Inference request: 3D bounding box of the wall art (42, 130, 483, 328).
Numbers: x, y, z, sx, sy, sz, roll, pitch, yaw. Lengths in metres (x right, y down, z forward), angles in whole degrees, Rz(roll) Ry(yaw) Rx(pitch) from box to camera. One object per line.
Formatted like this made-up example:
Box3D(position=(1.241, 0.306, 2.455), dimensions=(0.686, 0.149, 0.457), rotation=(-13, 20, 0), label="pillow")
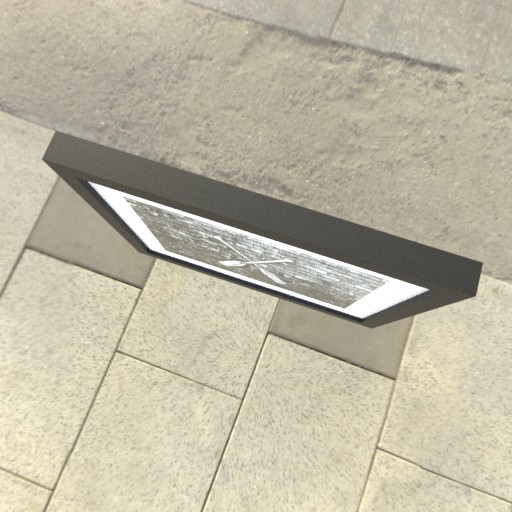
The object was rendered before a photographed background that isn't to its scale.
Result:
Box3D(position=(0.000, 0.000, 0.533), dimensions=(0.381, 0.330, 0.029), rotation=(18, 77, 4), label="wall art")
